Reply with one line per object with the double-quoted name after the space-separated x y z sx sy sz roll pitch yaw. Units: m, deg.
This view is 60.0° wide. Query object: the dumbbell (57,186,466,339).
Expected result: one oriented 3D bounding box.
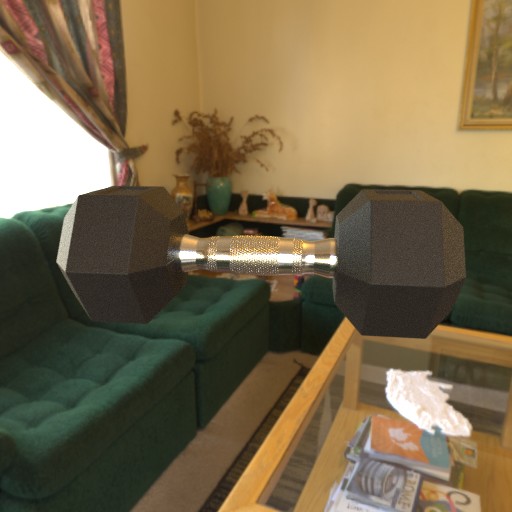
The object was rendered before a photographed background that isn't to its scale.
0.000 0.000 0.353 0.297 0.101 0.116 2 16 7 "dumbbell"
